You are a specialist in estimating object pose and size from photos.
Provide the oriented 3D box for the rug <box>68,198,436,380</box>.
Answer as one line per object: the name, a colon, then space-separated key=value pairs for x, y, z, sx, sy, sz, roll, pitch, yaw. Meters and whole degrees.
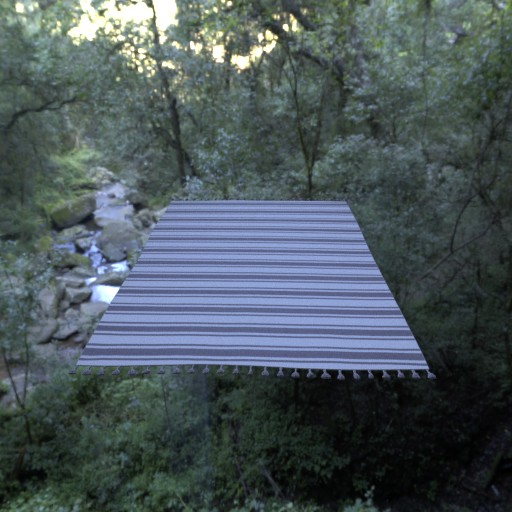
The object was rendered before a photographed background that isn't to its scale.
rug: x=0.000 y=0.000 z=3.786 sx=2.030 sy=0.017 sz=3.040 roll=0 pitch=26 yaw=1
